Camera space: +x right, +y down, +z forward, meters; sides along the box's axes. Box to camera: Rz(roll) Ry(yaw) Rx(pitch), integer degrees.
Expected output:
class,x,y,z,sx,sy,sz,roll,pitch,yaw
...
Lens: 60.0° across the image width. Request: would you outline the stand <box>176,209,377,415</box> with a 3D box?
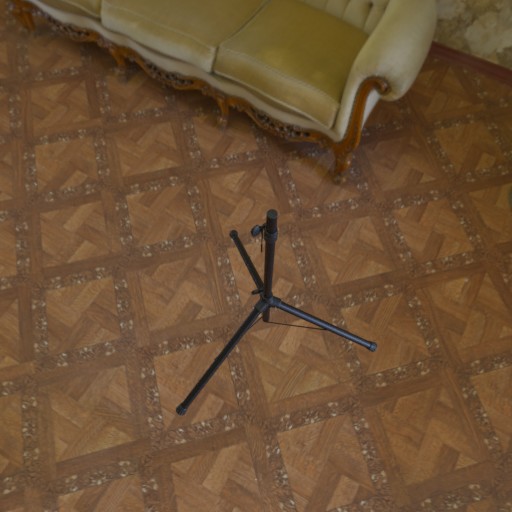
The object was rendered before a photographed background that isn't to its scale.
class,x,y,z,sx,sy,sz,roll,pitch,yaw
stand,0.000,0.000,1.880,1.045,1.136,0.907,-15,64,-7
